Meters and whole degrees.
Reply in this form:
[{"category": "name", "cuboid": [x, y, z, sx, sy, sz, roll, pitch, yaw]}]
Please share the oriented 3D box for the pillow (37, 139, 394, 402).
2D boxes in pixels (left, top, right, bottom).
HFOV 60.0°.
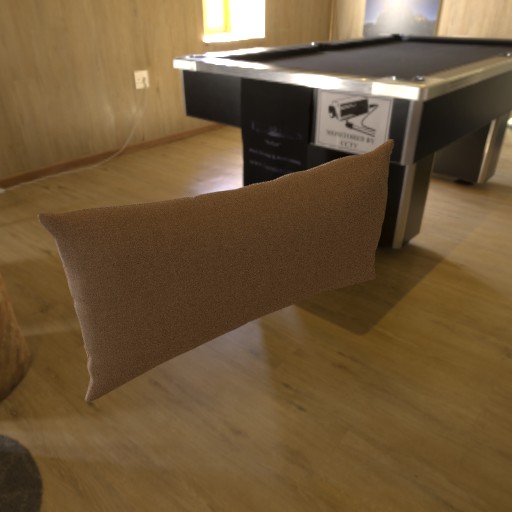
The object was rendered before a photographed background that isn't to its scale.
[{"category": "pillow", "cuboid": [0.000, 0.000, 0.731, 0.612, 0.308, 0.148, -19, 35, -29]}]
